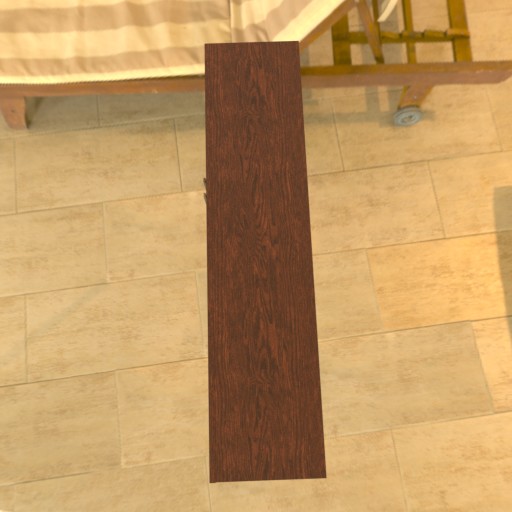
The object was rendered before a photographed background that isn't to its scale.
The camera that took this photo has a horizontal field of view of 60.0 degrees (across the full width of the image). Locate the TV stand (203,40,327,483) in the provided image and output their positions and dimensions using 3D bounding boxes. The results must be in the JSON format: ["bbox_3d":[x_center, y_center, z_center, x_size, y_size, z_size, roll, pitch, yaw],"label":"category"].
[{"bbox_3d":[0.000,0.000,1.804,0.382,0.578,1.541,-2,78,0],"label":"TV stand"}]
